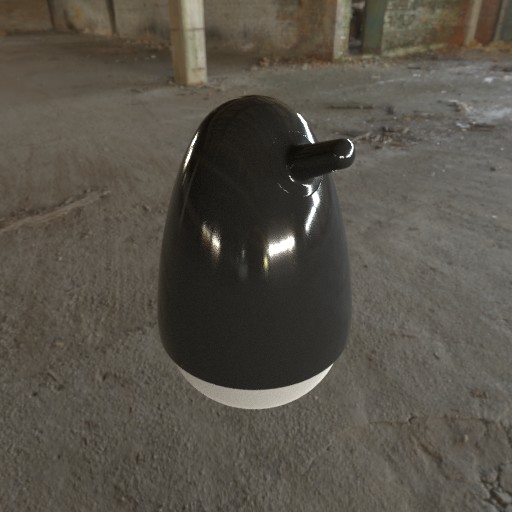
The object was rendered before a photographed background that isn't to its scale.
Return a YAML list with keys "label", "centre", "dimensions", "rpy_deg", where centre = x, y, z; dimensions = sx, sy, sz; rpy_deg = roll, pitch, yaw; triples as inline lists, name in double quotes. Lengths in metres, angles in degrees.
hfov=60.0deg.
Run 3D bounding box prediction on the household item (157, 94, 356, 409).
- label: "household item"
  centre: [0.000, 0.000, 0.220]
  dimensions: [0.102, 0.152, 0.104]
  rpy_deg: [-22, 37, -33]
